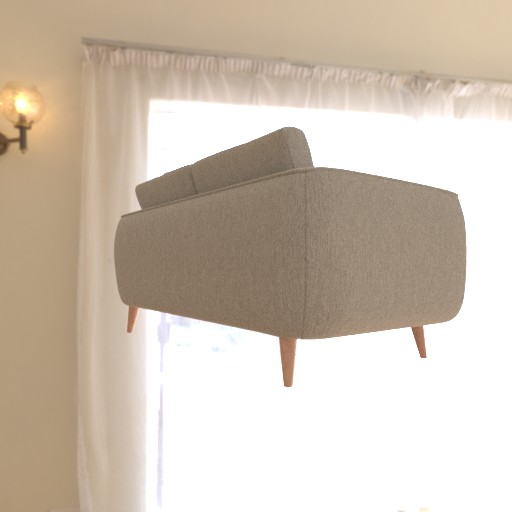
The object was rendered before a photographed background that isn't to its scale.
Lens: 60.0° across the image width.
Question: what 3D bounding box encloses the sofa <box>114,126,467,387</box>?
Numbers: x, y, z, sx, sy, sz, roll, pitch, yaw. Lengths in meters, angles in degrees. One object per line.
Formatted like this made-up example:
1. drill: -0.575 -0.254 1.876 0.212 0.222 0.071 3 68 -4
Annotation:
1. sofa: 0.000 0.000 2.169 0.920 0.850 1.700 1 -2 -36
